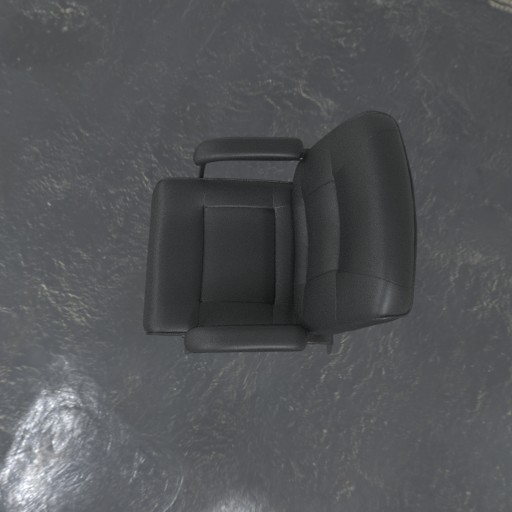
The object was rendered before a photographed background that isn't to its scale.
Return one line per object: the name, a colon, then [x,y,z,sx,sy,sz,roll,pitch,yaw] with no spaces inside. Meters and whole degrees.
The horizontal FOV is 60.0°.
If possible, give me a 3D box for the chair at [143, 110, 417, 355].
chair: [0.000,0.000,1.343,0.668,0.910,0.591,0,75,0]
